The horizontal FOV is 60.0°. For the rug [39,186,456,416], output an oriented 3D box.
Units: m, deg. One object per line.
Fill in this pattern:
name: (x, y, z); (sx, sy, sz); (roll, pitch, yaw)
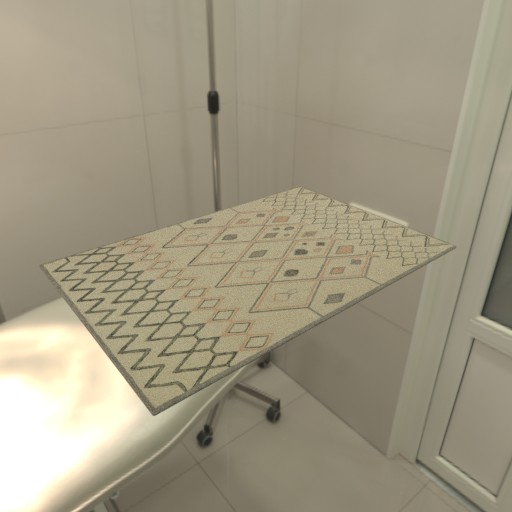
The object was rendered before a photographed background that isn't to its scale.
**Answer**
rug: (0.000, 0.000, 2.324); (1.829, 0.016, 1.219); (-21, 35, -33)
